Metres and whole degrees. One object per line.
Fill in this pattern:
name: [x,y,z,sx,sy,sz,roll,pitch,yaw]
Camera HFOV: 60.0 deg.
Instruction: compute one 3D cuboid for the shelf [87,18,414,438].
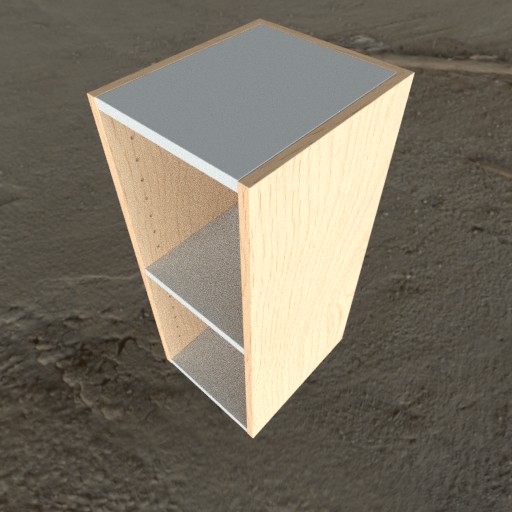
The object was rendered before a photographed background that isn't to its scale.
shelf: [0.000,0.000,0.734,0.250,0.600,0.290,34,56,27]
